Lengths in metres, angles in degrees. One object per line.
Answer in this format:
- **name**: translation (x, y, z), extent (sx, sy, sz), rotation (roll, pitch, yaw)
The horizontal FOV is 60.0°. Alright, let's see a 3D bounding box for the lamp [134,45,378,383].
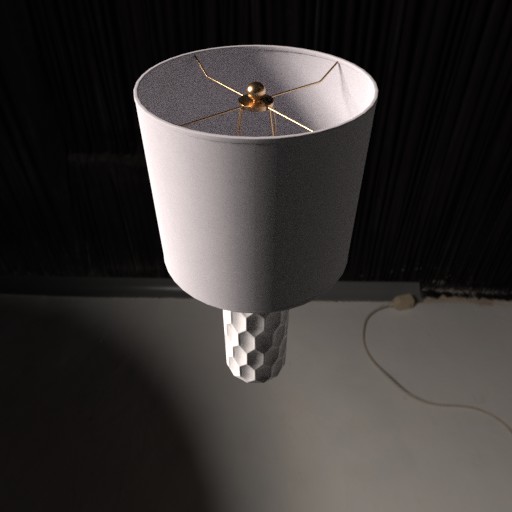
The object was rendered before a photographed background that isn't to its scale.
- **lamp**: translation (0.000, 0.000, 0.689), extent (0.277, 0.537, 0.277), rotation (0, 42, 0)
